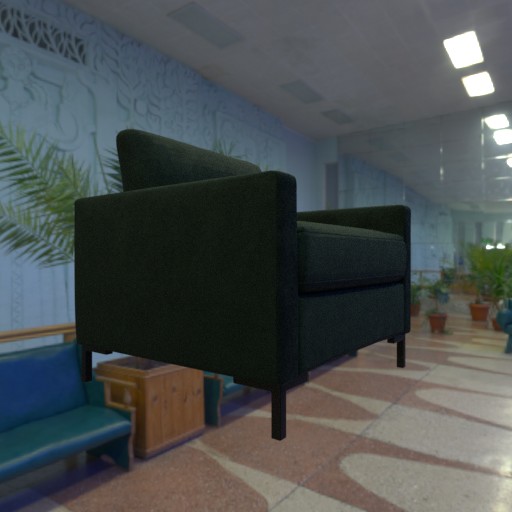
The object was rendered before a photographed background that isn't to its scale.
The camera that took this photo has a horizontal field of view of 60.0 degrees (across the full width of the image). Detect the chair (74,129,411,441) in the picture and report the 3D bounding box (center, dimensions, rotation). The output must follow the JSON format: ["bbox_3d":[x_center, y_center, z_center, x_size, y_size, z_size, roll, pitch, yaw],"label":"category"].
[{"bbox_3d":[0.000,0.000,1.618,0.866,0.861,0.963,0,0,37],"label":"chair"}]
